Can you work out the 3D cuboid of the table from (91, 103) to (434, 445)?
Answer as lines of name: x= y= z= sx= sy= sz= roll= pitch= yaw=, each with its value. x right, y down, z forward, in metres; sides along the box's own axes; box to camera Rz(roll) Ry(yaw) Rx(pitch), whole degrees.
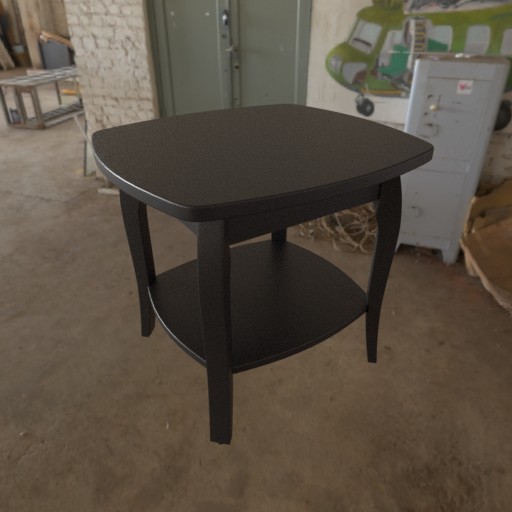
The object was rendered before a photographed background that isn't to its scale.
table: x=0.000 y=0.000 z=0.858 sx=0.508 sy=0.457 sz=0.457 roll=-18 pitch=35 yaw=-28
